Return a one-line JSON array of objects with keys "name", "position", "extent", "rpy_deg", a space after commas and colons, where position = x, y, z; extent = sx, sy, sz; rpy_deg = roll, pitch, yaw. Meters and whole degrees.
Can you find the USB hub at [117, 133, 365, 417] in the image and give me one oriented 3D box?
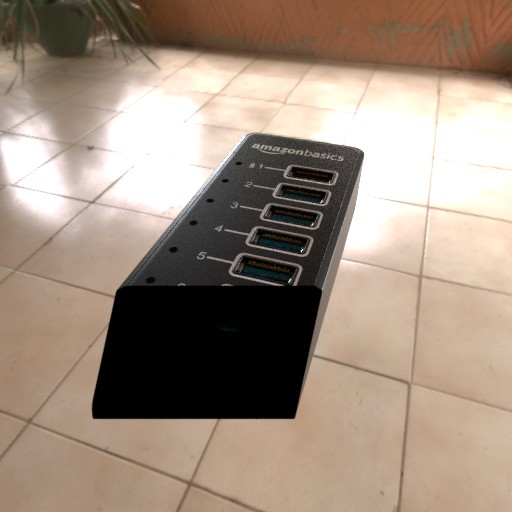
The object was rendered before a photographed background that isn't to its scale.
[{"name": "USB hub", "position": [0.000, 0.000, 0.126], "extent": [0.044, 0.023, 0.110], "rpy_deg": [12, 42, 14]}]
